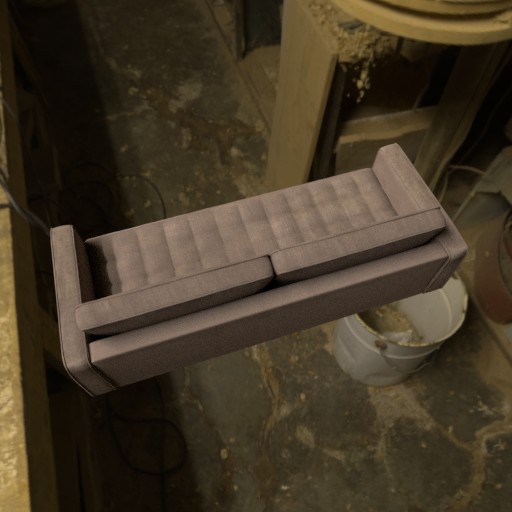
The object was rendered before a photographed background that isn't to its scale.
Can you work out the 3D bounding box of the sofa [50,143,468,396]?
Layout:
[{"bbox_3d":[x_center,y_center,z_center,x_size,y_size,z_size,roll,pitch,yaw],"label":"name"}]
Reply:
[{"bbox_3d":[0.000,0.000,2.693,2.295,0.813,0.923,-15,60,-9],"label":"sofa"}]
